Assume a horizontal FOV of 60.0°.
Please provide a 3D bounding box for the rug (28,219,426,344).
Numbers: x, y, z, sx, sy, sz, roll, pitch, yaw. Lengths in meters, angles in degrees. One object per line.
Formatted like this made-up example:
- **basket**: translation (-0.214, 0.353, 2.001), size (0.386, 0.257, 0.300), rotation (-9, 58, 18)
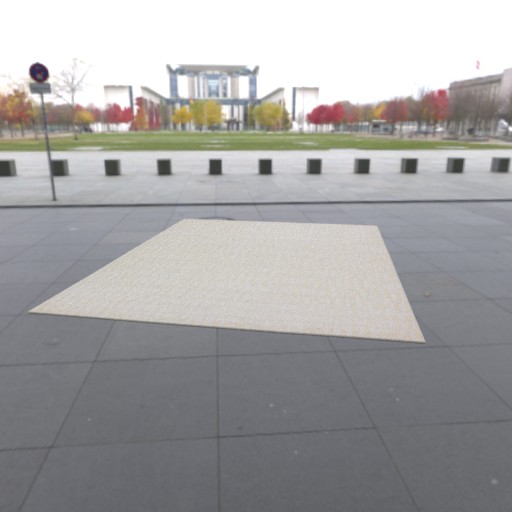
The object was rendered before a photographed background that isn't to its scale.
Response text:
- **rug**: translation (0.000, 0.000, 4.054), size (2.410, 0.021, 3.055), rotation (3, 16, 10)
